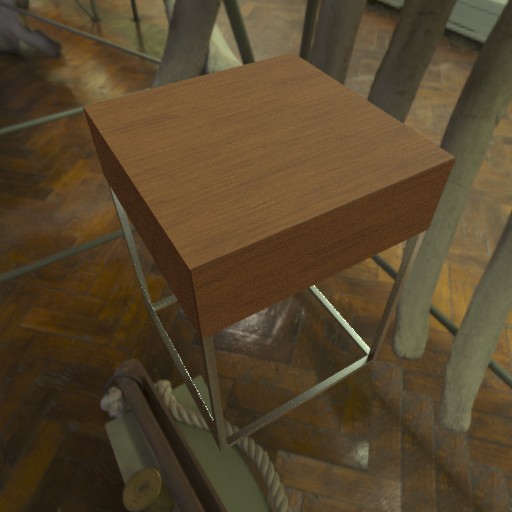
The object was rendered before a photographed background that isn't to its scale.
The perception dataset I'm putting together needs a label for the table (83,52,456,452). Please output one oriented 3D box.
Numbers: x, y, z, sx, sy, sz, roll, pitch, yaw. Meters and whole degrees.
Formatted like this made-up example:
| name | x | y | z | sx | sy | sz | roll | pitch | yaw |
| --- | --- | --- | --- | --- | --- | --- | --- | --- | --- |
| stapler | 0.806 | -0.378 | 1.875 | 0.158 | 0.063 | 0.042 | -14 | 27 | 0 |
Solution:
| name | x | y | z | sx | sy | sz | roll | pitch | yaw |
| --- | --- | --- | --- | --- | --- | --- | --- | --- | --- |
| table | 0.000 | 0.000 | 0.846 | 0.397 | 0.540 | 0.398 | -24 | 51 | -20 |
